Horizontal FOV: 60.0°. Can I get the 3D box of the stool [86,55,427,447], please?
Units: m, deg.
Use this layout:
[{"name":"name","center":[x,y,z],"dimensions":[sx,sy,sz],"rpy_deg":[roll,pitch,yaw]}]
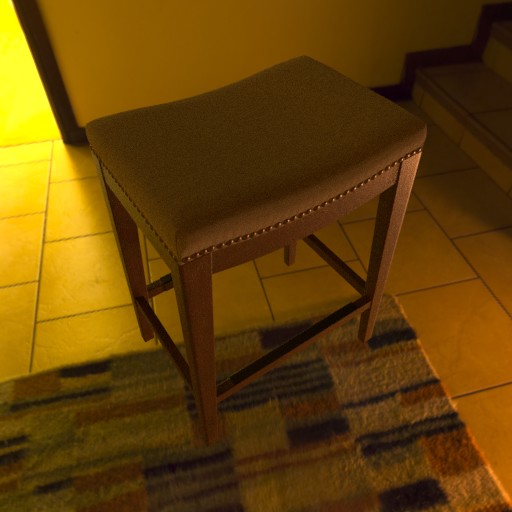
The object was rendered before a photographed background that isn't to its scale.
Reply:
[{"name":"stool","center":[0.000,0.000,0.960],"dimensions":[0.508,0.660,0.356],"rpy_deg":[-27,53,-23]}]
